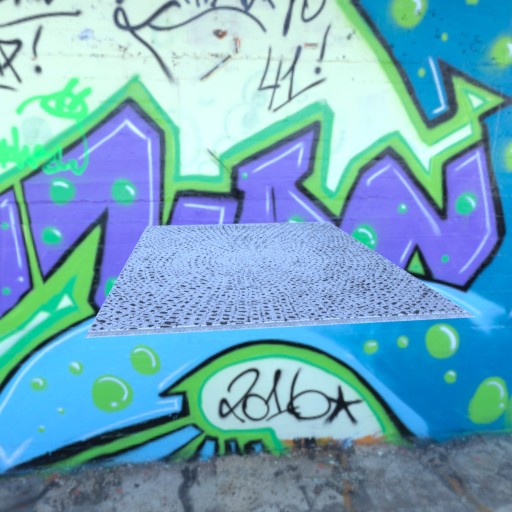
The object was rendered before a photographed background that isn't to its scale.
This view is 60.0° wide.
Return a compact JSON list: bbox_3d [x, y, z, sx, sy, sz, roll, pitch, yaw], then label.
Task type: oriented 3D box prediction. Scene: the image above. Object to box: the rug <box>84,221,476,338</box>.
[{"bbox_3d":[0.000,0.000,2.111,1.190,0.003,1.634,-2,15,-7],"label":"rug"}]
